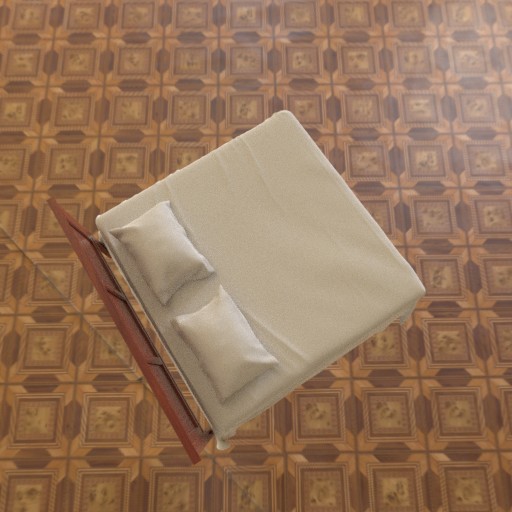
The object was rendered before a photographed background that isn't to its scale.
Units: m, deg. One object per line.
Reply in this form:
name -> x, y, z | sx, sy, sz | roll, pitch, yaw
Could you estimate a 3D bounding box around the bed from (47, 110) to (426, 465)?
bed -> 0.000, 0.000, 3.613 | 2.219, 1.271, 2.314 | -32, 77, -9
